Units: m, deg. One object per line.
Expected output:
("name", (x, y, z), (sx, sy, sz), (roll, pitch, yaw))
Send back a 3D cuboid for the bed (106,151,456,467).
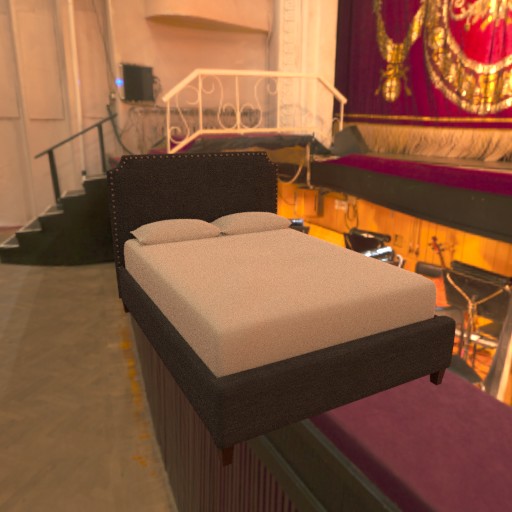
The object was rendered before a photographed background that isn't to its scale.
("bed", (0.000, 0.000, 3.413), (1.713, 1.443, 2.372), (-9, 18, -27))
